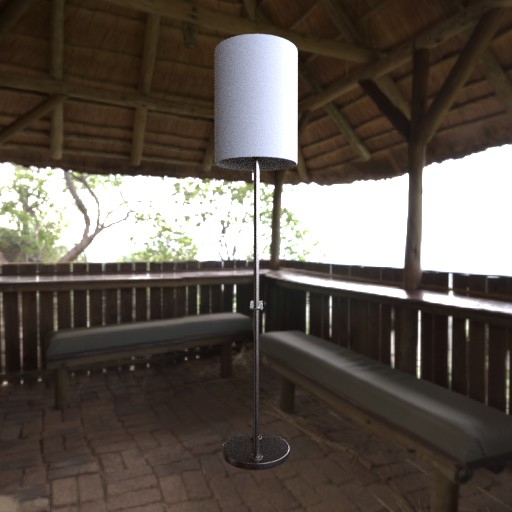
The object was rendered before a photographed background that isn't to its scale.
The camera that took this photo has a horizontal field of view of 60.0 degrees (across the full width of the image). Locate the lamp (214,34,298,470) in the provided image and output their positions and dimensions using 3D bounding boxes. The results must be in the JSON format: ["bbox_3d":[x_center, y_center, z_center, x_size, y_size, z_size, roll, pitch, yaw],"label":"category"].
[{"bbox_3d":[0.000,0.000,1.660,0.305,1.500,0.306,0,2,0],"label":"lamp"}]
